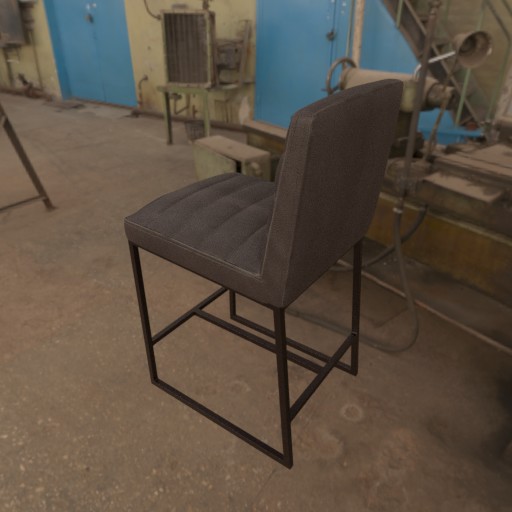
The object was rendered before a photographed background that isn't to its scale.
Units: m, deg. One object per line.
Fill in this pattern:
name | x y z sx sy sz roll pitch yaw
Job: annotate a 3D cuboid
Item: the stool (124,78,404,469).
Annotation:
stool | 0.000 0.000 1.246 0.562 0.946 0.463 20 35 30
